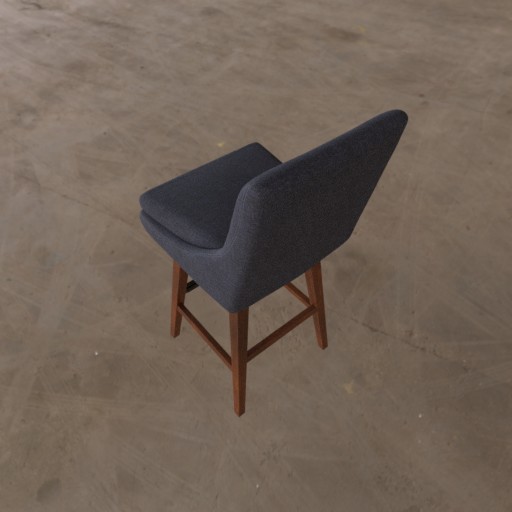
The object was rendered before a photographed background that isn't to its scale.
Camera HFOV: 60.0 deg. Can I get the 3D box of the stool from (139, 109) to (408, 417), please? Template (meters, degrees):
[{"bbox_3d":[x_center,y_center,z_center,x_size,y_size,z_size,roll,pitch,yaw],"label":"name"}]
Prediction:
[{"bbox_3d":[0.000,0.000,1.396,0.489,1.068,0.572,-31,54,-26],"label":"stool"}]
